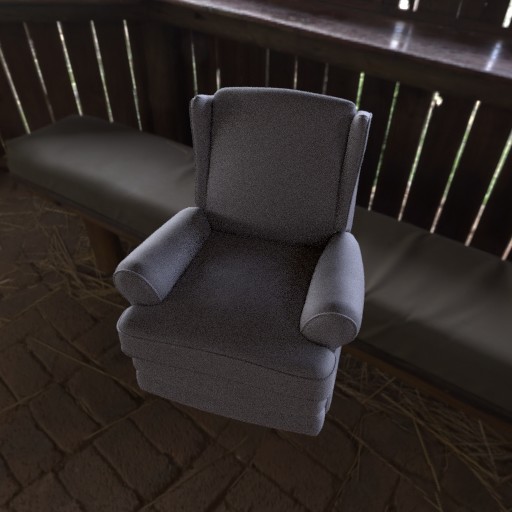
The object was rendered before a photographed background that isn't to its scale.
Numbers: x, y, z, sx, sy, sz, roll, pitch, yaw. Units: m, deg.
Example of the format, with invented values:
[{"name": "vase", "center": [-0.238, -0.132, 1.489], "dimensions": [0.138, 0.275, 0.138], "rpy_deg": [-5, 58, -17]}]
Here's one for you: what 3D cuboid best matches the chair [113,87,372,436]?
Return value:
[{"name": "chair", "center": [0.000, 0.000, 1.717], "dimensions": [0.847, 1.011, 0.969], "rpy_deg": [11, 42, 12]}]
